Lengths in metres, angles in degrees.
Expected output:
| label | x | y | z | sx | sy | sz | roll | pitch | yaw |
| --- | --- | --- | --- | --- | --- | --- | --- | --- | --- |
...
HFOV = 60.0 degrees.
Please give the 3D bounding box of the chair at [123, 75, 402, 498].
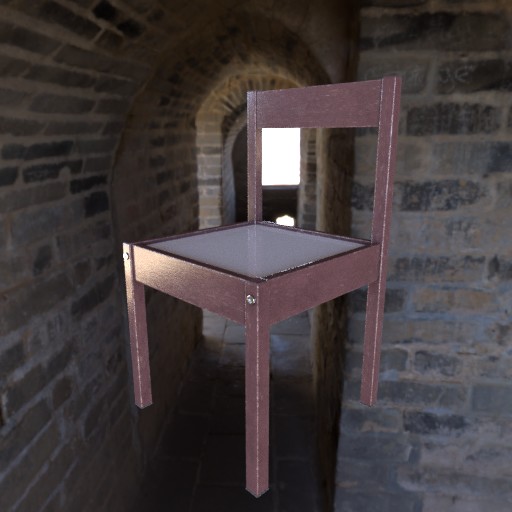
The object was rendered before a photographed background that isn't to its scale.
| label | x | y | z | sx | sy | sz | roll | pitch | yaw |
| --- | --- | --- | --- | --- | --- | --- | --- | --- | --- |
| chair | 0.000 | 0.000 | 0.668 | 0.285 | 0.505 | 0.285 | 14 | 21 | 43 |
